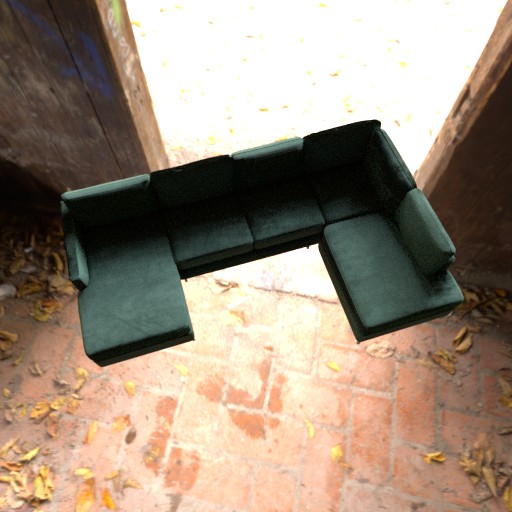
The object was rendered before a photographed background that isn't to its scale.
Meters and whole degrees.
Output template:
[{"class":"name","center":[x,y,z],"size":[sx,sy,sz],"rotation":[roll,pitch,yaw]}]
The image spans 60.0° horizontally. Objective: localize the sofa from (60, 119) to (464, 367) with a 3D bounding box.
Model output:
[{"class":"sofa","center":[0.000,0.000,4.314],"size":[3.434,0.992,2.055],"rotation":[-15,64,-8]}]
